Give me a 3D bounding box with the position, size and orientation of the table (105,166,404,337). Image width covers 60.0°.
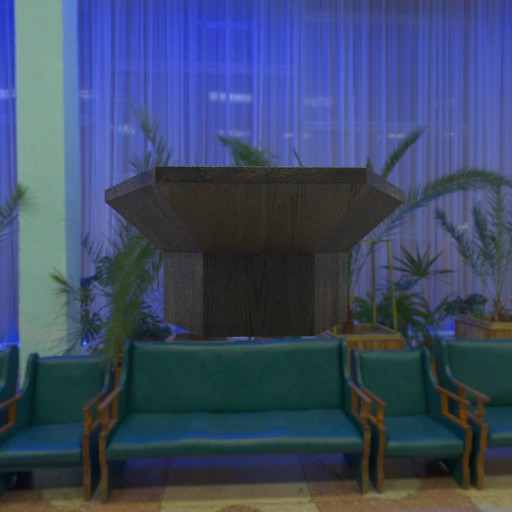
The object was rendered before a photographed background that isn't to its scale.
[{"bbox_3d":[0.000,0.000,1.654,1.115,0.488,0.966,0,1,-2],"label":"table"}]
